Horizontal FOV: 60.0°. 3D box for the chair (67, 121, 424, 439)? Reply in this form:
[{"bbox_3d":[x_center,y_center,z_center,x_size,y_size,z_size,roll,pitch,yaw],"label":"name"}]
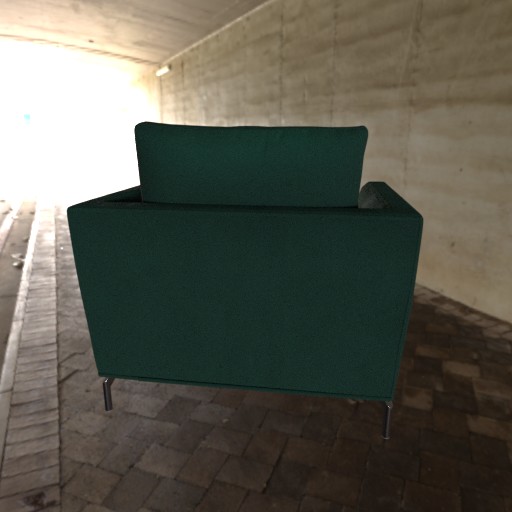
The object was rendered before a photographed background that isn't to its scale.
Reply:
[{"bbox_3d":[0.000,0.000,1.722,1.047,0.997,0.852,2,16,8],"label":"chair"}]
